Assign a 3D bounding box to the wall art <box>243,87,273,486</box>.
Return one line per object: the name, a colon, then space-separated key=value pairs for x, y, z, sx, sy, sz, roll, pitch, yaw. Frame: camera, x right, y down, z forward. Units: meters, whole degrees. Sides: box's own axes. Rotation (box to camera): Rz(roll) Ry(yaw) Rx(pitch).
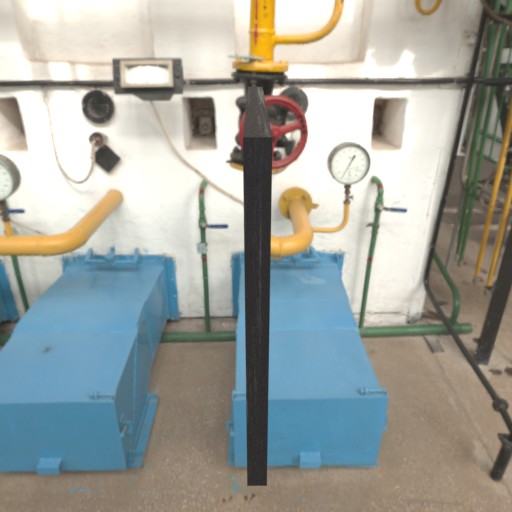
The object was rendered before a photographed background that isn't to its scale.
wall art: x=0.000 y=0.000 z=1.156 sx=0.043 sy=0.758 sz=0.762 roll=0 pitch=26 yaw=0
